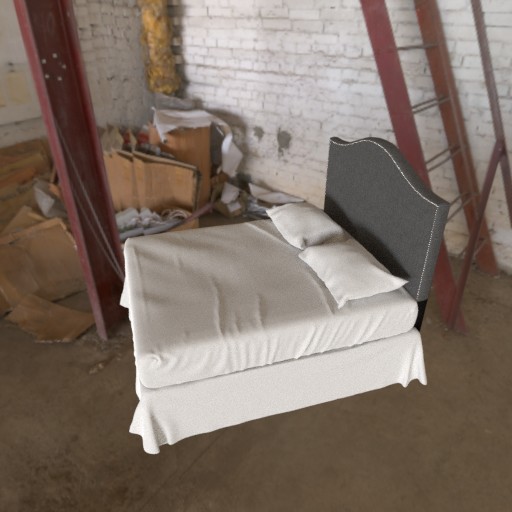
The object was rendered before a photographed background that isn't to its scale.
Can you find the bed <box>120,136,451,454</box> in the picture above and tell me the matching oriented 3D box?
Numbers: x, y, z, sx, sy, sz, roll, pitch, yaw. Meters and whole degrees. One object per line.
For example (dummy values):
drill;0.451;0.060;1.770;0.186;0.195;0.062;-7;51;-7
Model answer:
bed;0.000;0.000;3.448;2.221;1.645;1.876;-9;32;-15
